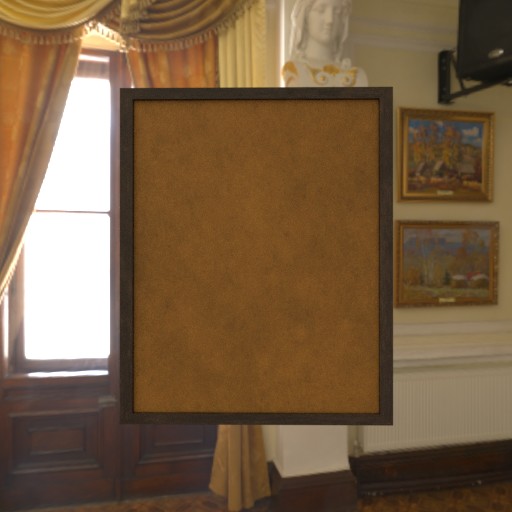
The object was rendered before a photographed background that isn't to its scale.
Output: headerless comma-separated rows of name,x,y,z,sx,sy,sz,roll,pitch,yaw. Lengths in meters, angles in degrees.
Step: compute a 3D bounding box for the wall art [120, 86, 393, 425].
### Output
wall art,0.000,0.000,0.546,0.329,0.406,0.027,0,0,1
